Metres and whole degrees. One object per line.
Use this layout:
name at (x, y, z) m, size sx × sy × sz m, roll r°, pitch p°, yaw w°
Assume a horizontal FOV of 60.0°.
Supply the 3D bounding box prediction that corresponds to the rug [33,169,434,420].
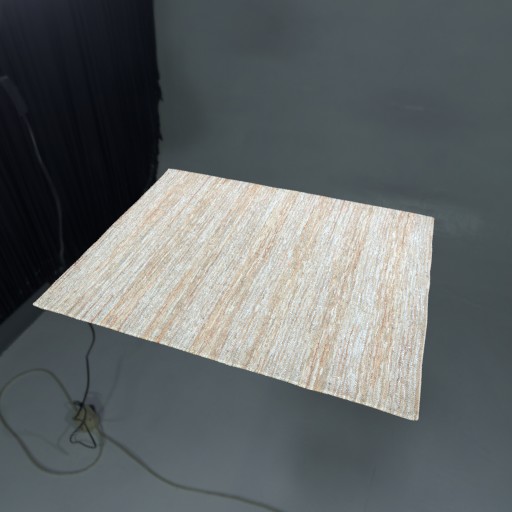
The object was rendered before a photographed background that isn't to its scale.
rug at (0.000, 0.000, 3.923) m, size 2.939 × 0.009 × 2.313 m, roll 13°, pitch 42°, yaw 15°
